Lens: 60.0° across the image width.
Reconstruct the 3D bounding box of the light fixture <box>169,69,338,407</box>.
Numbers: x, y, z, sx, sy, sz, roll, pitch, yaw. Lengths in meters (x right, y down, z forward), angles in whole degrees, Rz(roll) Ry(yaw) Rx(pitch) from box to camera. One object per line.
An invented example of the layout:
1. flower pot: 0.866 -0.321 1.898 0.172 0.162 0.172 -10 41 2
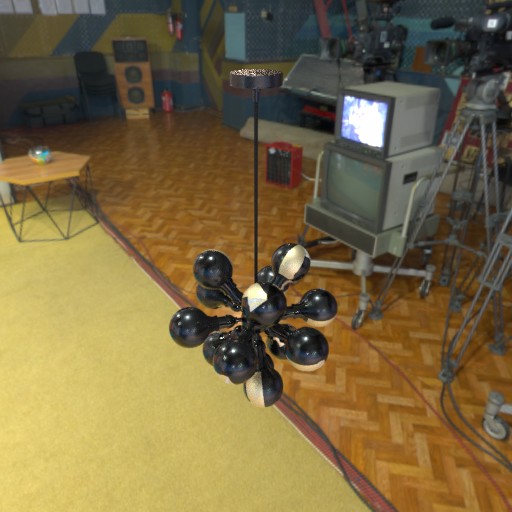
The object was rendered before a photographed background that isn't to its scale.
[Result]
1. light fixture: 0.000 0.000 1.115 0.420 0.859 0.468 8 30 14
